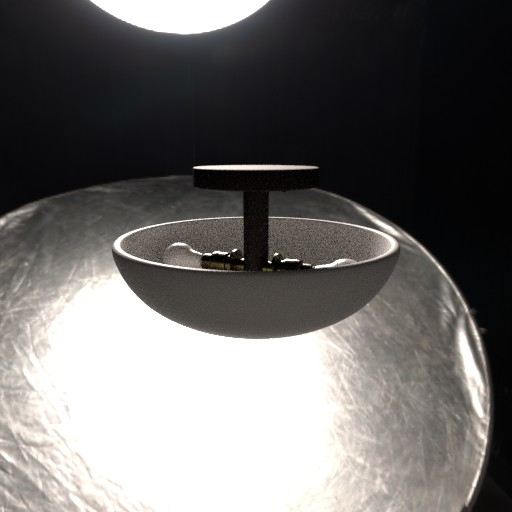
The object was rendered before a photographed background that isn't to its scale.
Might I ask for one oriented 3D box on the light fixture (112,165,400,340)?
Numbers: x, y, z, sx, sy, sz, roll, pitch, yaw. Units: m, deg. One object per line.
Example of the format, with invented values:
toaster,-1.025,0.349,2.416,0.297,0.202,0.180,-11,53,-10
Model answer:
light fixture,0.000,0.000,0.537,0.331,0.212,0.331,0,13,0
